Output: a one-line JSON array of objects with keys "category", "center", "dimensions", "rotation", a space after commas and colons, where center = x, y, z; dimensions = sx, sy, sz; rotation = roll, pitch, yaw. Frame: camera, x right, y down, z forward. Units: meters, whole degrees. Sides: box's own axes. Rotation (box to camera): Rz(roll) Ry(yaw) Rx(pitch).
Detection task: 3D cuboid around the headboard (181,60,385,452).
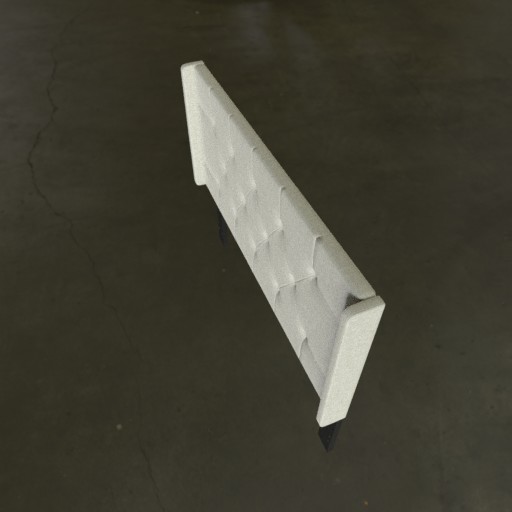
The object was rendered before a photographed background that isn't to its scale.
[{"category": "headboard", "center": [0.000, 0.000, 2.678], "dimensions": [0.184, 1.524, 2.051], "rotation": [-17, 49, -15]}]
